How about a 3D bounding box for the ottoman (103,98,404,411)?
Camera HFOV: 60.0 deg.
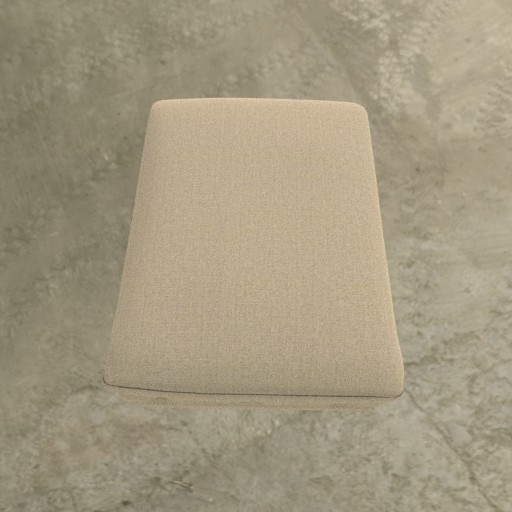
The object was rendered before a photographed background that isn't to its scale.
[{"bbox_3d":[0.000,0.000,1.036,0.541,0.463,0.684,1,63,1],"label":"ottoman"}]
